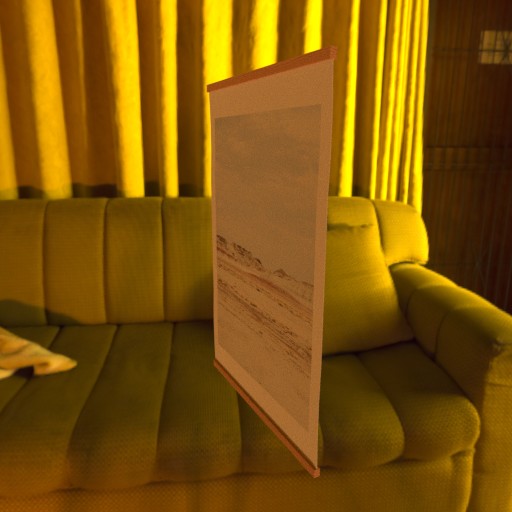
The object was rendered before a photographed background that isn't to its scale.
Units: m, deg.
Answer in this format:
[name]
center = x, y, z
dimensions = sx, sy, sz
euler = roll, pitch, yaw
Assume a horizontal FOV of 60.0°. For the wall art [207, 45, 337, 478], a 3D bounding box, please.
[wall art]
center = 0.000, 0.000, 1.948
dimensions = 0.025, 1.521, 1.011
euler = -7, 16, -27
